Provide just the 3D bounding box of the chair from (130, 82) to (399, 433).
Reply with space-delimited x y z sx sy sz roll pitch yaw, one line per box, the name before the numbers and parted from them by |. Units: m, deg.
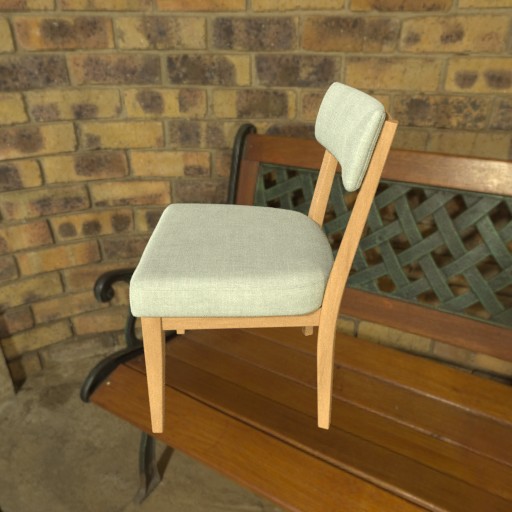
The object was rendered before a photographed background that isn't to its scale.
chair | 0.000 0.000 1.194 0.572 0.832 0.508 0 27 0
